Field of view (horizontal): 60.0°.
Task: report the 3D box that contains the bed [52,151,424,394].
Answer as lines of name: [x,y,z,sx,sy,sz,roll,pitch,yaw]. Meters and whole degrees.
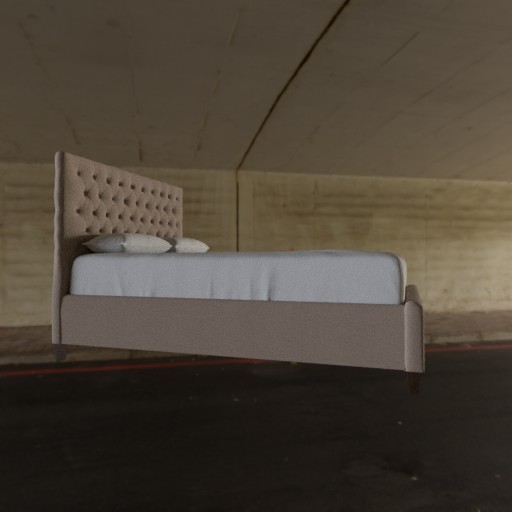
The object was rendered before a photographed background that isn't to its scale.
bed: [0.000,0.000,3.425,2.387,1.427,1.698,0,0,19]
